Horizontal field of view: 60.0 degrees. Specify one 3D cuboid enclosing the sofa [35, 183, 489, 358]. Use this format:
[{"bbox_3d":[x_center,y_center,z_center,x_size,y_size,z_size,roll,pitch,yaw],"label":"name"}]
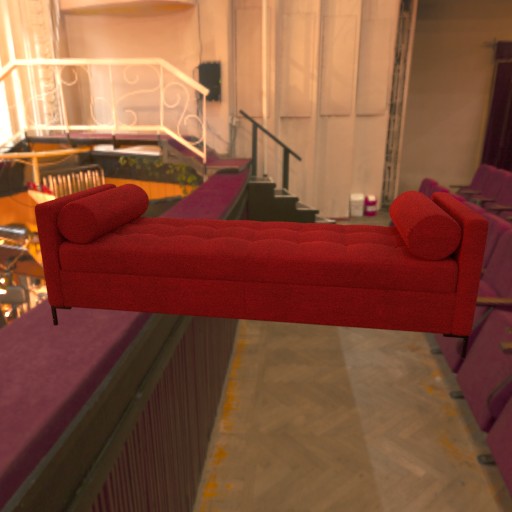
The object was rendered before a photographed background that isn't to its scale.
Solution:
[{"bbox_3d":[0.000,0.000,2.303,1.981,0.635,0.686,3,18,9],"label":"sofa"}]
